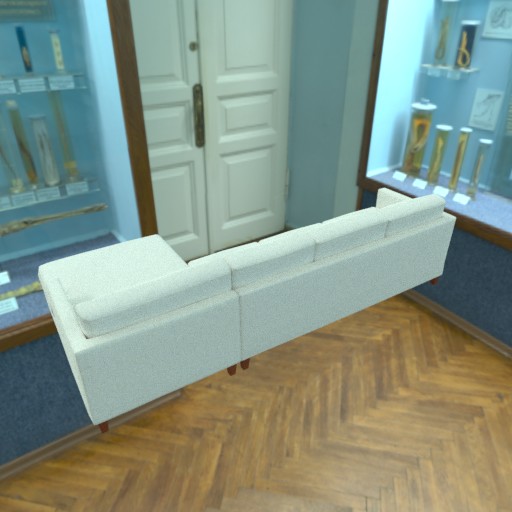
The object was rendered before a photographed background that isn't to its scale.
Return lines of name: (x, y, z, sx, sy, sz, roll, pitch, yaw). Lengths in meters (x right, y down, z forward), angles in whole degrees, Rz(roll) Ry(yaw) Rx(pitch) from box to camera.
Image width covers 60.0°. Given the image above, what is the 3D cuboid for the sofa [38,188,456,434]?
sofa: (0.000, 0.000, 4.038, 3.471, 0.954, 1.606, -17, 34, -27)
